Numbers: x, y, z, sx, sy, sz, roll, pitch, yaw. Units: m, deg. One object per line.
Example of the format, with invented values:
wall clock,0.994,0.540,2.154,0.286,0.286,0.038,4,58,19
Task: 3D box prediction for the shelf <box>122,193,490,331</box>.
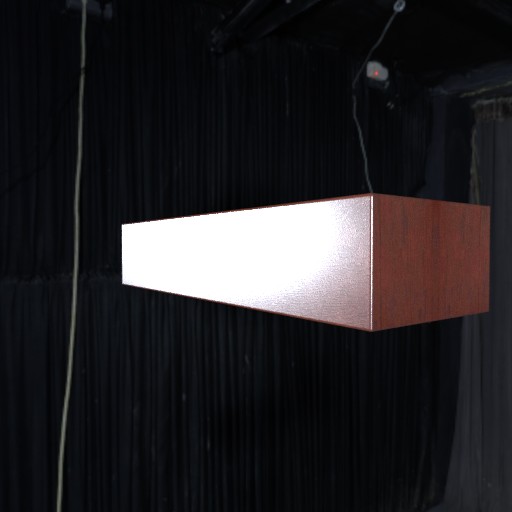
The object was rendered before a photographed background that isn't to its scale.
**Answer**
shelf,0.000,0.000,0.512,0.152,0.088,0.457,-1,1,-36
